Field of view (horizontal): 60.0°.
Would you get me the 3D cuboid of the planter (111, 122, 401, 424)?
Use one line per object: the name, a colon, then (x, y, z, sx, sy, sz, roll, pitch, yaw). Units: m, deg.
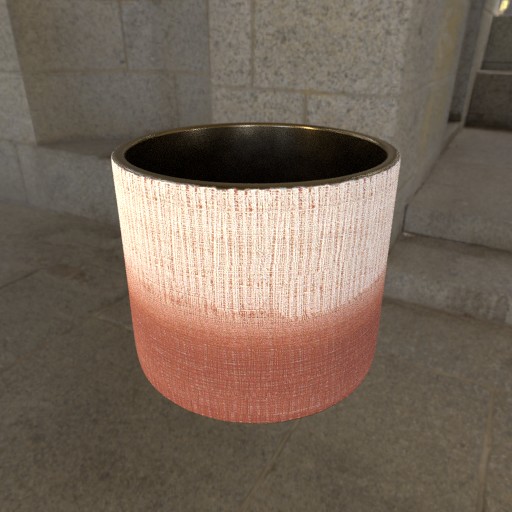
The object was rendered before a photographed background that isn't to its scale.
planter: (0.000, 0.000, 0.445, 0.254, 0.221, 0.254, 0, 26, 0)
